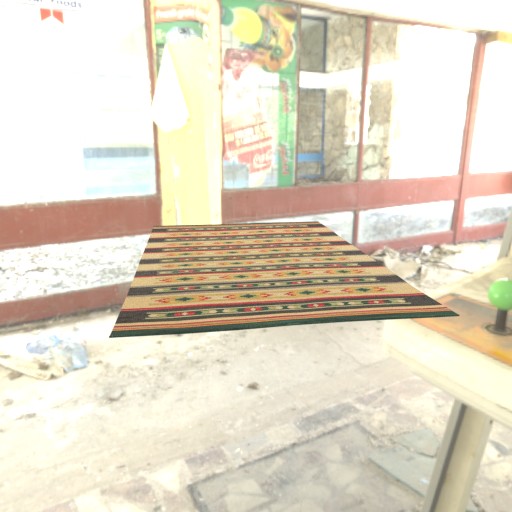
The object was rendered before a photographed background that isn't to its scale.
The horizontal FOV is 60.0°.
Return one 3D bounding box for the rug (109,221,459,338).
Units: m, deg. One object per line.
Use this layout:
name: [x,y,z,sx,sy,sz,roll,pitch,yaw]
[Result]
rug: [0.000,0.000,2.973,1.522,0.010,2.311,-2,15,-8]
